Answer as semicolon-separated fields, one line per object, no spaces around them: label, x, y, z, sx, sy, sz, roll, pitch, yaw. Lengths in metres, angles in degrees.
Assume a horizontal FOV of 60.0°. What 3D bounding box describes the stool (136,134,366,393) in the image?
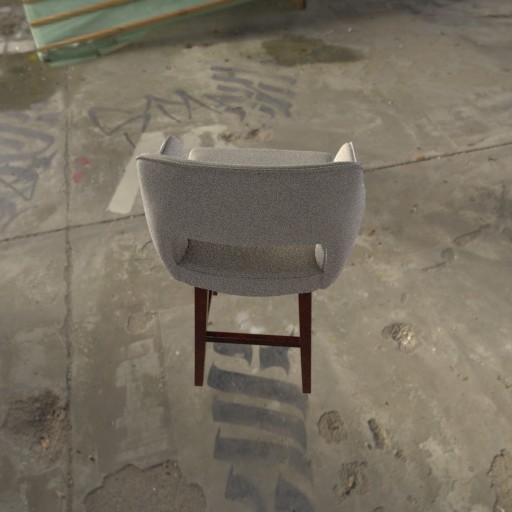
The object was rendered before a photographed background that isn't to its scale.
stool;0.000;0.000;1.346;0.550;1.041;0.560;3;48;3
